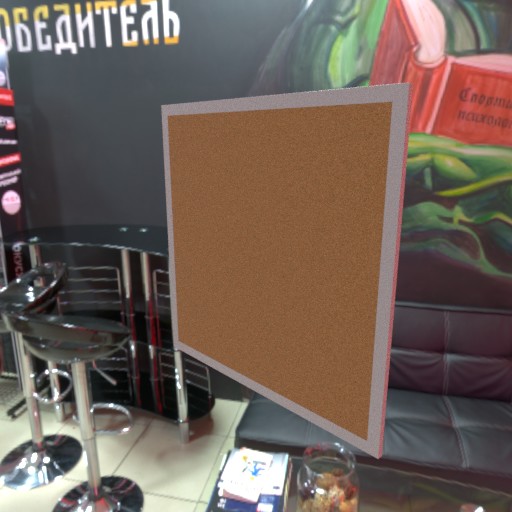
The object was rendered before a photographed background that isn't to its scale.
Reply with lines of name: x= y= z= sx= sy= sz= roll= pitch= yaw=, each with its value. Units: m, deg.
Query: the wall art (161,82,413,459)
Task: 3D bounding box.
wall art: x=0.000 y=0.000 z=0.674 sx=0.009 sy=0.457 sz=0.456 roll=-14 pitch=20 yaw=-43
